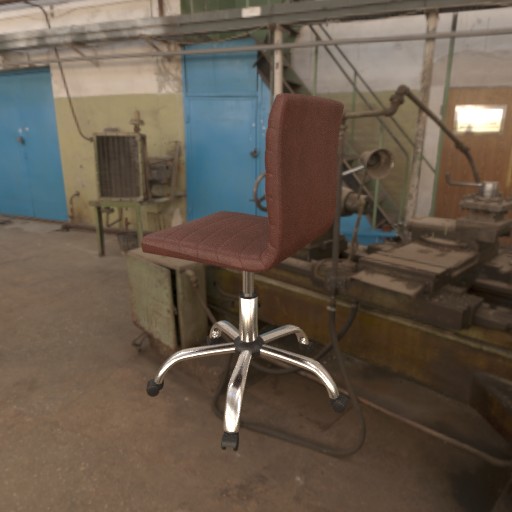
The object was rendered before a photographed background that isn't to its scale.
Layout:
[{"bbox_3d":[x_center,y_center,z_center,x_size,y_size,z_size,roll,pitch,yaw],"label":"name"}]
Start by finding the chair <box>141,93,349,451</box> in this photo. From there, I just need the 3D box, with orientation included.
[{"bbox_3d":[0.000,0.000,1.162,0.530,0.780,0.556,8,18,25],"label":"chair"}]
